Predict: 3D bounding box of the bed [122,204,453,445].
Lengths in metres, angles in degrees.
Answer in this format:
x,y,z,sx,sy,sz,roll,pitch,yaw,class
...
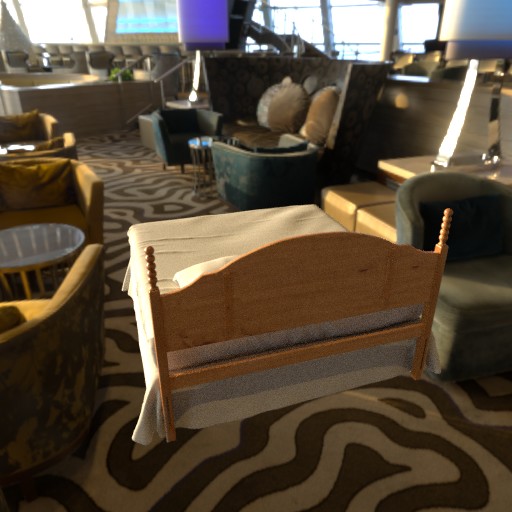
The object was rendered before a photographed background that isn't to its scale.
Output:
x,y,z,sx,sy,sz,roll,pitch,yaw,class
0.000,0.000,3.742,2.322,1.355,2.219,-8,27,-16,bed
